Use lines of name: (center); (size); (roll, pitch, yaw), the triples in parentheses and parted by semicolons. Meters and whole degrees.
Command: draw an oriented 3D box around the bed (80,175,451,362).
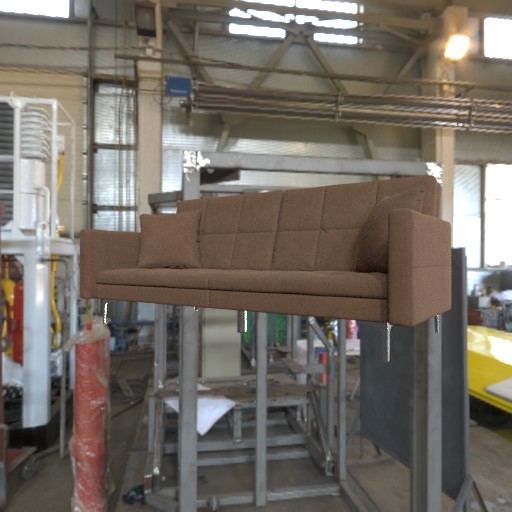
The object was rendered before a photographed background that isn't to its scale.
bed: (0.000, 0.000, 2.397); (1.905, 0.787, 0.889); (0, 0, 35)
